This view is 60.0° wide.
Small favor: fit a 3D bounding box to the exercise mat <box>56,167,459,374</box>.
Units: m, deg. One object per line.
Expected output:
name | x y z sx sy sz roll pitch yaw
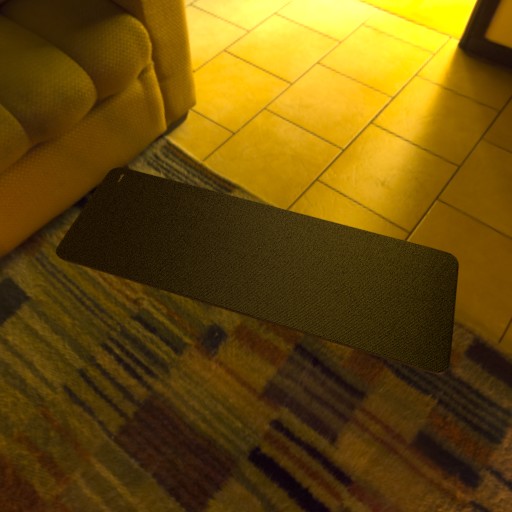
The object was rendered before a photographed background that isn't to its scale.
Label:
exercise mat | 0.000 0.000 2.129 1.869 0.021 0.616 16 60 9
